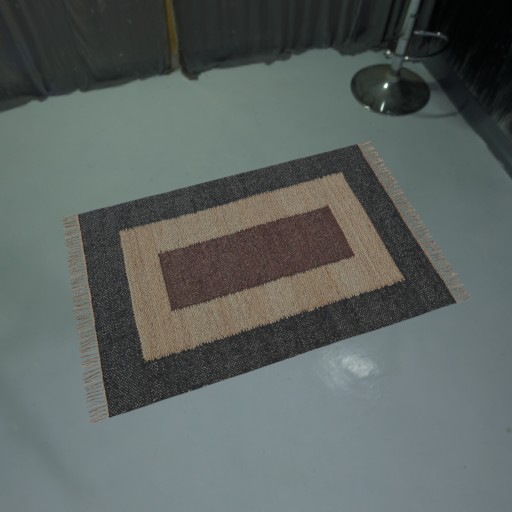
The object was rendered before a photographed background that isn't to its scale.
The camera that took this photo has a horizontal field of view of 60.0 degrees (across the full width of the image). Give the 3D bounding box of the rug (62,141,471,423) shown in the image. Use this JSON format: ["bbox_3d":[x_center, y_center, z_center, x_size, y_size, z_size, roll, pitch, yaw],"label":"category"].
[{"bbox_3d":[0.000,0.000,2.477,2.021,0.027,1.224,-16,60,-10],"label":"rug"}]
